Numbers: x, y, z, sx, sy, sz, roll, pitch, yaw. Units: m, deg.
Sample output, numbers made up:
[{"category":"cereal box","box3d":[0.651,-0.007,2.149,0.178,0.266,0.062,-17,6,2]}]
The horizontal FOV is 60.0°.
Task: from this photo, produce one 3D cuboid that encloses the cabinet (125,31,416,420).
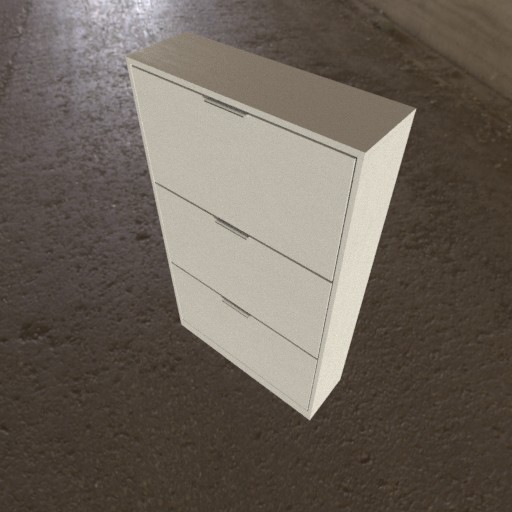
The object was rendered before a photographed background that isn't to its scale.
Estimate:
[{"category":"cabinet","box3d":[0.000,0.000,1.580,0.750,1.280,0.250,30,54,26]}]
